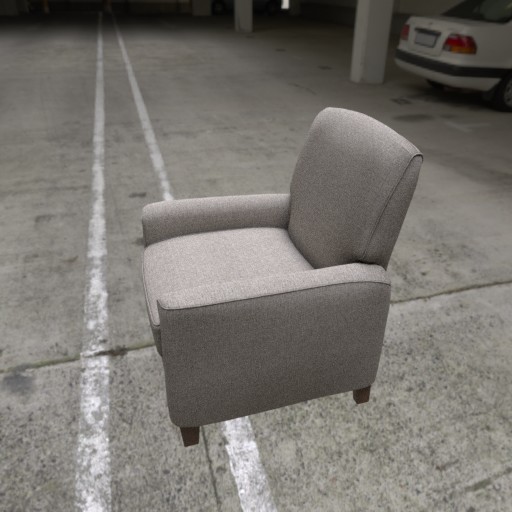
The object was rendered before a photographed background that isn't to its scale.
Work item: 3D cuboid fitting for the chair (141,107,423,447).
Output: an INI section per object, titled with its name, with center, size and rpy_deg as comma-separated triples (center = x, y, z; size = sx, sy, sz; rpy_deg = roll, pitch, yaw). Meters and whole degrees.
[chair]
center = 0.000, 0.000, 1.707
size = 0.864, 1.014, 0.848
rpy_deg = -8, 30, -15
